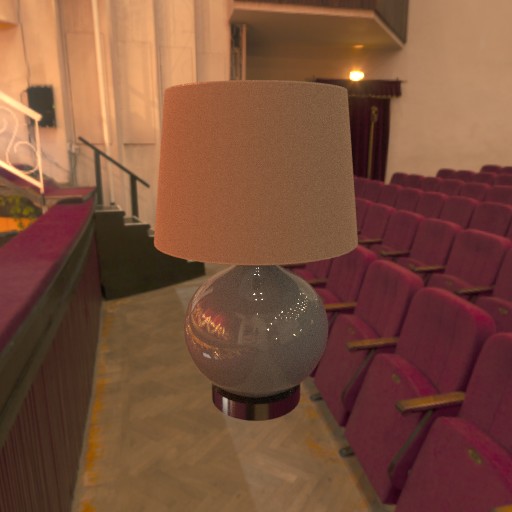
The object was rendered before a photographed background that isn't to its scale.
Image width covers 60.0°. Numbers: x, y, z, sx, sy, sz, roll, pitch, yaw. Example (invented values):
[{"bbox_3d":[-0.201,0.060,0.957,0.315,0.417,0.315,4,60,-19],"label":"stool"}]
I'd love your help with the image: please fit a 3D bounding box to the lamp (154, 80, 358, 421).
[{"bbox_3d":[0.000,0.000,0.554,0.247,0.387,0.247,0,14,0],"label":"lamp"}]
